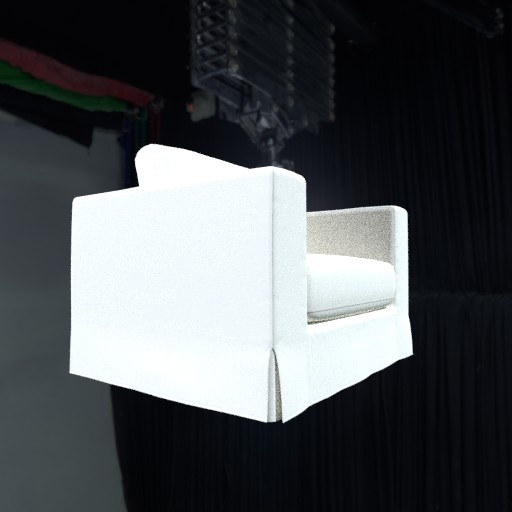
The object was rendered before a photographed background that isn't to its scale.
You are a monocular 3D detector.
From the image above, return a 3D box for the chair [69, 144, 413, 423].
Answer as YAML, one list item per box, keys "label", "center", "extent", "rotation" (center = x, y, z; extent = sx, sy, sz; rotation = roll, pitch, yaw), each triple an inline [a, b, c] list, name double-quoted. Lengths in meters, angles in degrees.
- label: "chair"
  center: [0.000, 0.000, 1.848]
  extent: [0.957, 0.878, 1.150]
  rotation: [-1, -2, 36]
